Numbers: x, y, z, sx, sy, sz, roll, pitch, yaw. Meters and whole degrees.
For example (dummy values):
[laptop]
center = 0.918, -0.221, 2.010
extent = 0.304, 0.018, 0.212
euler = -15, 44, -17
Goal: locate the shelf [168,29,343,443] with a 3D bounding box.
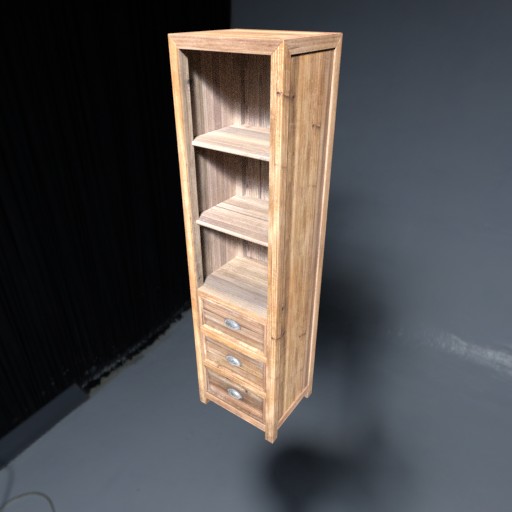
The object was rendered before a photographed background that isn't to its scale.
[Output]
[shelf]
center = 0.000, 0.000, 2.114
extent = 0.500, 1.900, 0.428
euler = 19, 35, 30
